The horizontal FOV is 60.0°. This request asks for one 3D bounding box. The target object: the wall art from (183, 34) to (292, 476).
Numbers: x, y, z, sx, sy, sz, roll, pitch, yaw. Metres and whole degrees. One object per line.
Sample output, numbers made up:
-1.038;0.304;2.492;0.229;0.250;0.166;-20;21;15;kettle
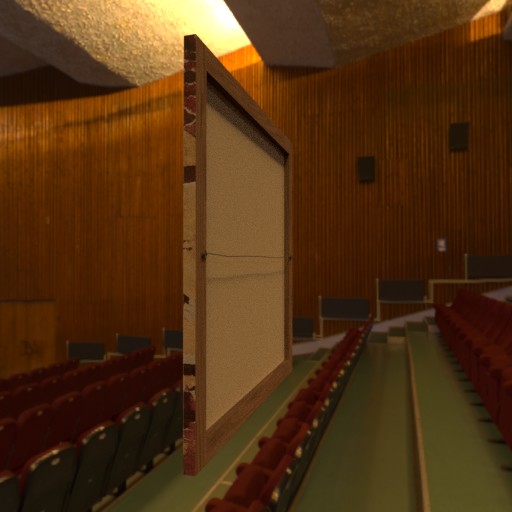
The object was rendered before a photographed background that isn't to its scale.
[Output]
0.000;0.000;1.126;0.028;0.762;0.757;0;-1;17;wall art
